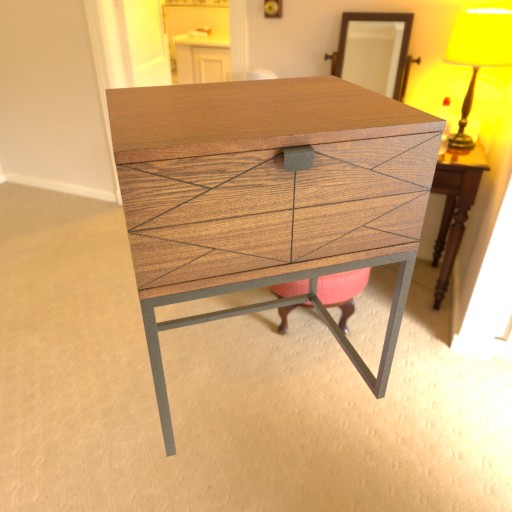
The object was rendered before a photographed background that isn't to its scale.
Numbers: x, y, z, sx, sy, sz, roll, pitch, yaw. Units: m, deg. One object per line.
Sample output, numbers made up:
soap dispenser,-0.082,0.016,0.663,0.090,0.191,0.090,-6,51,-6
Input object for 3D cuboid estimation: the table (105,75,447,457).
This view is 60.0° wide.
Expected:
table,0.000,0.000,0.913,0.482,0.610,0.400,-9,33,-15
